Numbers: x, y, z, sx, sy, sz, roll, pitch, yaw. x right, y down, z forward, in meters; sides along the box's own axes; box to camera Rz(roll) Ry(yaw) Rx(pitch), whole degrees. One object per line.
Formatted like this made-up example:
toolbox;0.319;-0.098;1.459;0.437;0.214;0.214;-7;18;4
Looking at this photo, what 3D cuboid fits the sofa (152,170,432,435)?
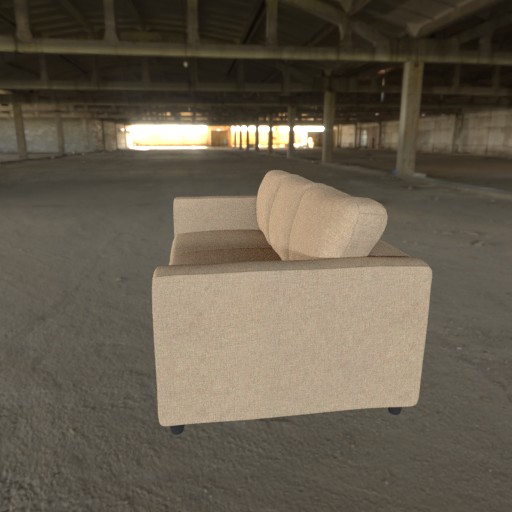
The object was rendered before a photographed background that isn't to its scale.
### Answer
sofa;0.000;0.000;2.329;0.930;0.800;1.855;-2;15;-8
